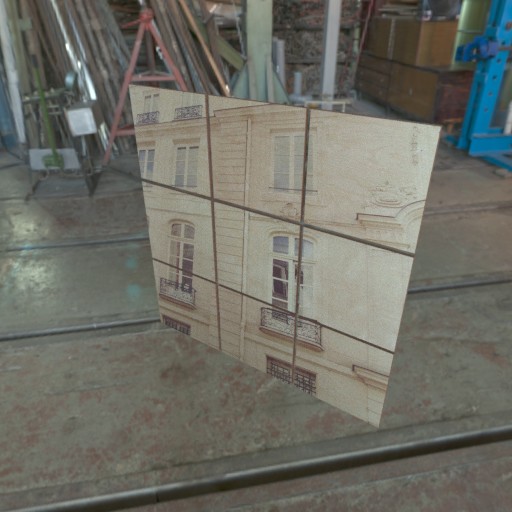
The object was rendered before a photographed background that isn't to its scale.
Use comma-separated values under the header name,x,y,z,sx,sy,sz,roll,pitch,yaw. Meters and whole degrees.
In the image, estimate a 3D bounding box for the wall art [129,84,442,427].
name,x,y,z,sx,sy,sz,roll,pitch,yaw
wall art,0.000,0.000,1.808,1.221,1.218,0.024,19,35,29
